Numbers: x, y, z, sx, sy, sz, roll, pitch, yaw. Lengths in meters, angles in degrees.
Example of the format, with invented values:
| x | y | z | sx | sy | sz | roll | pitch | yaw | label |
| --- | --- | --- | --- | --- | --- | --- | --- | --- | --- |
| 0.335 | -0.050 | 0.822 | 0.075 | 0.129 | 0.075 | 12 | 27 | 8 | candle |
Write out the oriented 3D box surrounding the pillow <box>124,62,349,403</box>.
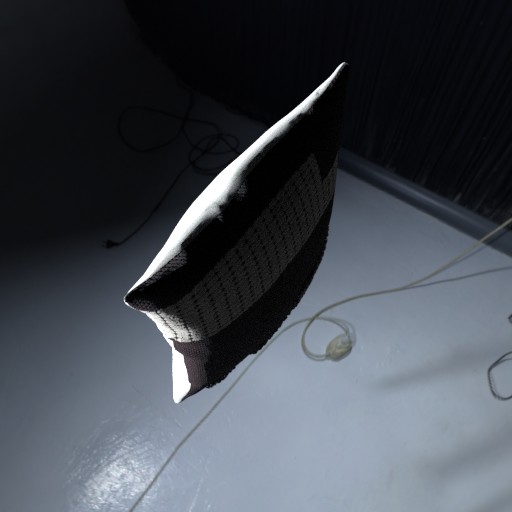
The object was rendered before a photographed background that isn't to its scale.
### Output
| x | y | z | sx | sy | sz | roll | pitch | yaw | label |
| --- | --- | --- | --- | --- | --- | --- | --- | --- | --- |
| 0.000 | 0.000 | 0.739 | 0.178 | 0.473 | 0.475 | 31 | 63 | 18 | pillow |
